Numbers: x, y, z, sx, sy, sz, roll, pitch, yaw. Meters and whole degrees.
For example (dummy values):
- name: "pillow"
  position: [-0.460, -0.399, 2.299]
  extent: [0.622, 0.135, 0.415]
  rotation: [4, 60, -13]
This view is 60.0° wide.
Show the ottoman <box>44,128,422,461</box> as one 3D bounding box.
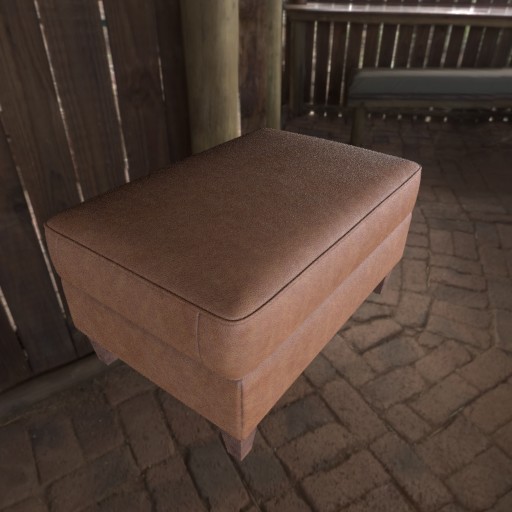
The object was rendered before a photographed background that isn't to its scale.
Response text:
- name: "ottoman"
  position: [0.000, 0.000, 1.199]
  extent: [0.584, 0.483, 0.864]
  rotation: [23, 40, 30]
